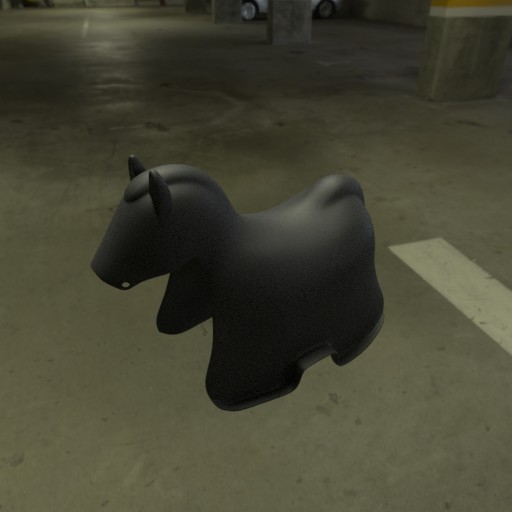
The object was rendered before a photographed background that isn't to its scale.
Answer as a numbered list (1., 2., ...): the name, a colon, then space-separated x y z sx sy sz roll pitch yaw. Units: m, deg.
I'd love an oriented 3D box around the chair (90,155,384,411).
1. chair: 0.000 0.000 1.141 0.800 0.612 0.429 -20 37 -29
